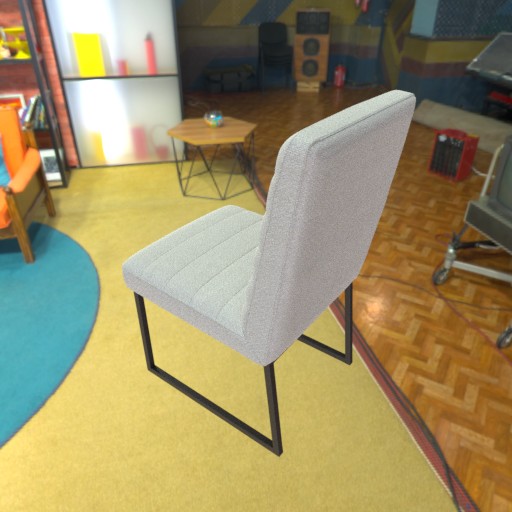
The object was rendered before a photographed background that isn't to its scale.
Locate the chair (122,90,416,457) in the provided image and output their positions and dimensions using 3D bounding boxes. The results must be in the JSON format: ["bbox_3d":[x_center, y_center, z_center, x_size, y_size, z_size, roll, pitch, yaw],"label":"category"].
[{"bbox_3d":[0.000,0.000,1.305,0.634,0.930,0.520,22,38,31],"label":"chair"}]
